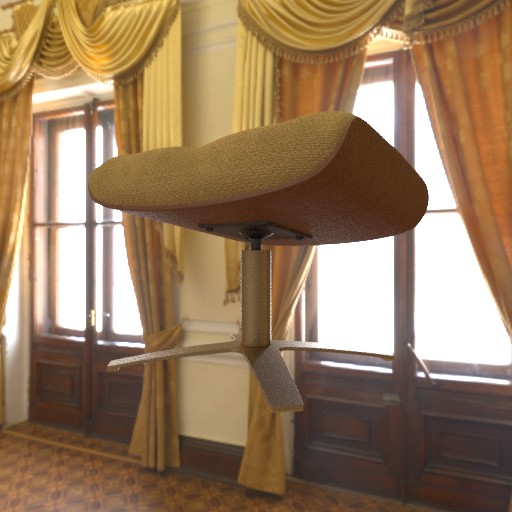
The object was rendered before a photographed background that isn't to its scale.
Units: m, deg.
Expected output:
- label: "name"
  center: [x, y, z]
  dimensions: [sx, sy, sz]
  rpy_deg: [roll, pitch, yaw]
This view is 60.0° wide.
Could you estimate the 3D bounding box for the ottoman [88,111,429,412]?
- label: "ottoman"
  center: [0.000, 0.000, 0.809]
  dimensions: [0.520, 0.391, 0.394]
  rpy_deg: [0, 0, 36]
